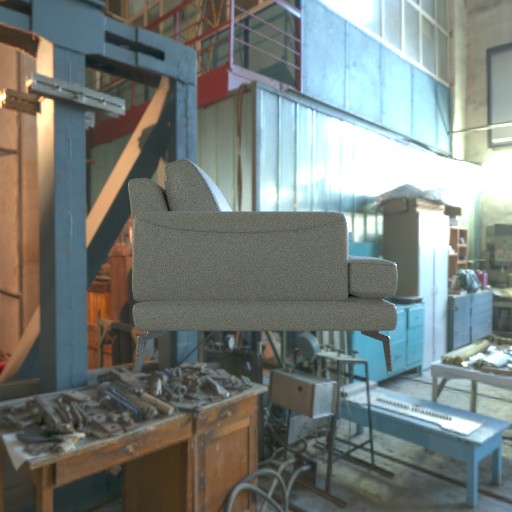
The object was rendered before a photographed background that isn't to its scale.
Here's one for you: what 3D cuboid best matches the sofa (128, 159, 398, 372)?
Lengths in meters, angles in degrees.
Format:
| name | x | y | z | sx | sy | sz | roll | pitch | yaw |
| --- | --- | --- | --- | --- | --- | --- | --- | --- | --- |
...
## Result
| name | x | y | z | sx | sy | sz | roll | pitch | yaw |
| --- | --- | --- | --- | --- | --- | --- | --- | --- | --- |
| sofa | 0.000 | 0.000 | 2.456 | 0.974 | 0.765 | 1.940 | 0 | 1 | 0 |
